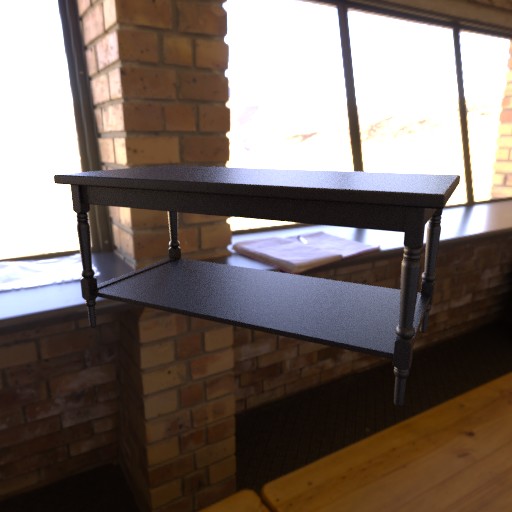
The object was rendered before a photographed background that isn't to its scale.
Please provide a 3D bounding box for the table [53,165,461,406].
[{"bbox_3d":[0.000,0.000,1.408,1.107,0.510,0.550,7,17,26],"label":"table"}]
